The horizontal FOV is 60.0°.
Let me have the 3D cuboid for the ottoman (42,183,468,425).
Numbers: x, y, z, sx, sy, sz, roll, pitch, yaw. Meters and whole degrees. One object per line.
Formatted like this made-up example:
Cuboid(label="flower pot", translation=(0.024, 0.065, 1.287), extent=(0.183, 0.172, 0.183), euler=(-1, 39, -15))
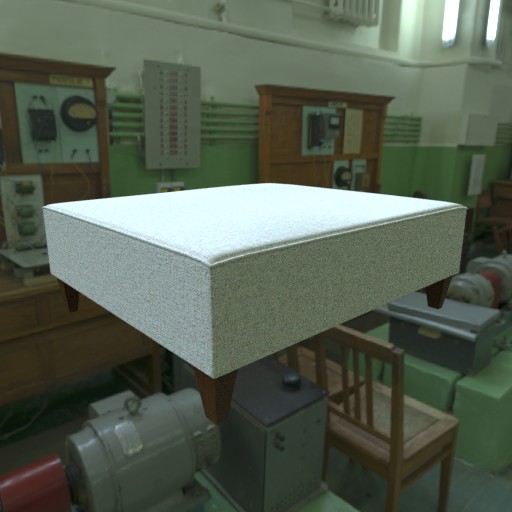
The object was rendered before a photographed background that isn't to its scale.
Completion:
Cuboid(label="ottoman", translation=(0.000, 0.000, 1.186), extent=(0.835, 0.303, 0.736), euler=(-13, 20, -40))
